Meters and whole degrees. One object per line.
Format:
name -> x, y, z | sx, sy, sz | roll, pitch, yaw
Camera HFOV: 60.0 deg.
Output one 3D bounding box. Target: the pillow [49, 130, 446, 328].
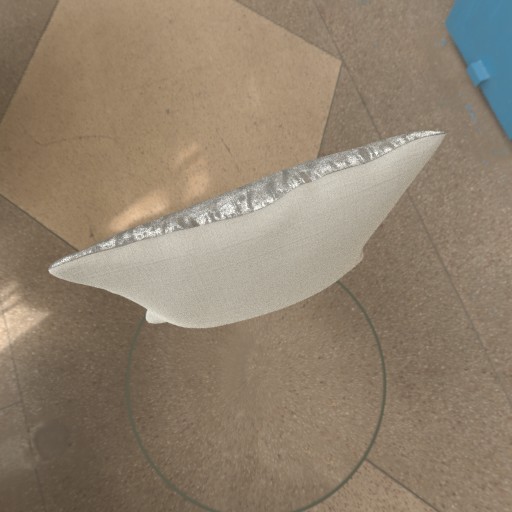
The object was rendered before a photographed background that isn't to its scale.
pillow -> 0.000, 0.000, 0.707 | 0.470, 0.464, 0.175 | -18, 76, -5
